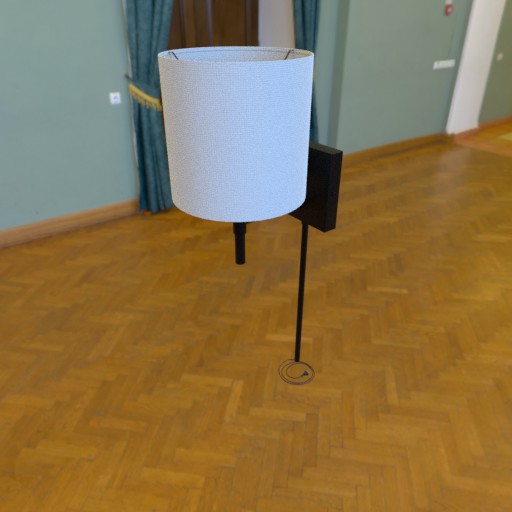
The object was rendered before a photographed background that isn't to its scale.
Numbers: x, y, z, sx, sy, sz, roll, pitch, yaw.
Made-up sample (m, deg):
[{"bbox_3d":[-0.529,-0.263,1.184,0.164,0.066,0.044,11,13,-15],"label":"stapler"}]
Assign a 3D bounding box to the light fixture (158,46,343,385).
[{"bbox_3d":[0.000,0.000,0.701,0.248,0.589,0.188,-20,36,-31],"label":"light fixture"}]
